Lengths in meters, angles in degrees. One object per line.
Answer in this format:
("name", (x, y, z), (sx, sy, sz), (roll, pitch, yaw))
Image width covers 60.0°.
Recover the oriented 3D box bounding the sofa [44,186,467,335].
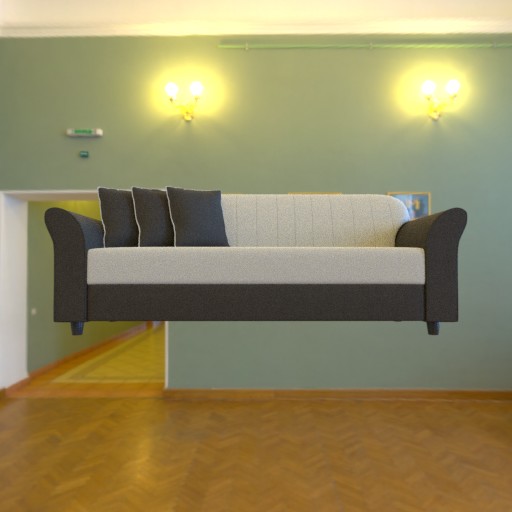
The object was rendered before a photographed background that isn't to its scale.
("sofa", (0.000, 0.000, 2.461), (2.001, 0.787, 0.755), (0, -2, 0))
